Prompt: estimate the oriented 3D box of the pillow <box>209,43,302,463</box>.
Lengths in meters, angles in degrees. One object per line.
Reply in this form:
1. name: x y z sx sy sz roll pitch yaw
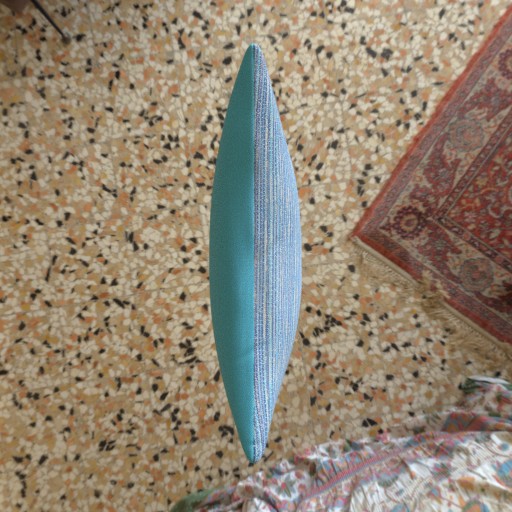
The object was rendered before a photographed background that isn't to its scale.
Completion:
1. pillow: 0.000 0.000 0.778 0.150 0.497 0.514 0 90 1
